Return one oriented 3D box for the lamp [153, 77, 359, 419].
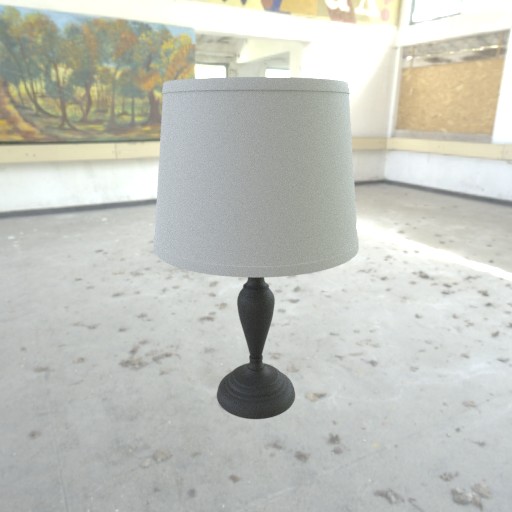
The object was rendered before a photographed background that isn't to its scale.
[{"bbox_3d":[0.000,0.000,0.691,0.310,0.501,0.310,0,18,0],"label":"lamp"}]
